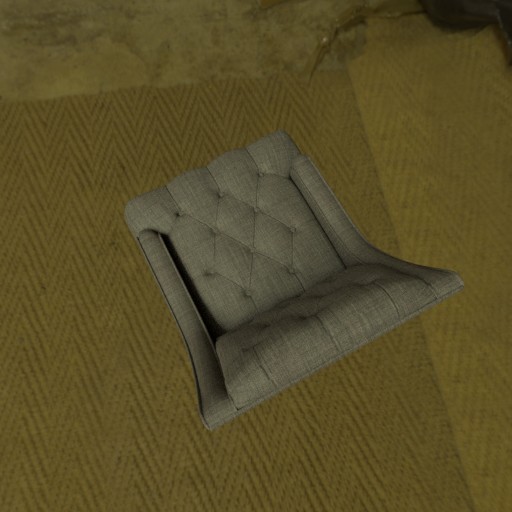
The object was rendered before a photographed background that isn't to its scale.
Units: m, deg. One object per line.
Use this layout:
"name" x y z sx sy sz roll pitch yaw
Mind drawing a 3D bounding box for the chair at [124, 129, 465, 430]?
"chair" 0.000 0.000 1.429 0.655 0.891 0.771 -27 76 -7
